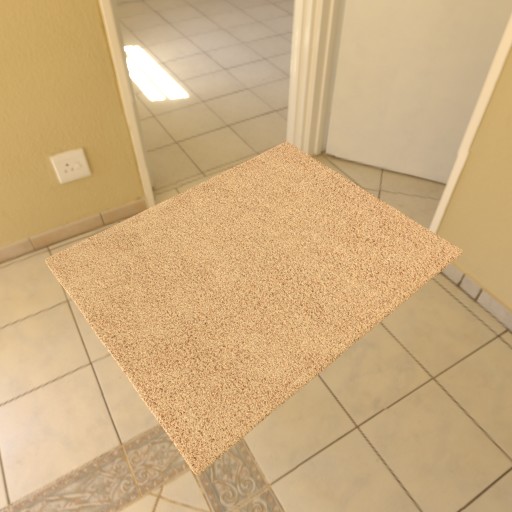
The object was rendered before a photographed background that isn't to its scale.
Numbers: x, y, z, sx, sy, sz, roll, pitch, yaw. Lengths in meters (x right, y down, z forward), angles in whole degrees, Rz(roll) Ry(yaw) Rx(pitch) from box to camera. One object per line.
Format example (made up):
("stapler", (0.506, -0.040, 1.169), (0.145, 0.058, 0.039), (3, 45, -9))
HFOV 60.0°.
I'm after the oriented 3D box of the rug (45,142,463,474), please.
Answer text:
("rug", (0.000, 0.000, 4.113), (3.047, 0.029, 2.438), (-32, 54, -26))
